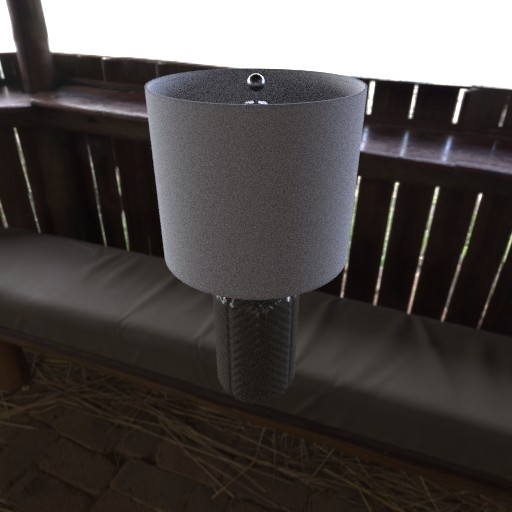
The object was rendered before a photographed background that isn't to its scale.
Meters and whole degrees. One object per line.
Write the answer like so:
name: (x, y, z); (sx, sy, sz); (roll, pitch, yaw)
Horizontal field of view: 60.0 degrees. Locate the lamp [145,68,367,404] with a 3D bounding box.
lamp: (0.000, 0.000, 0.507); (0.203, 0.389, 0.203); (1, 30, 2)
